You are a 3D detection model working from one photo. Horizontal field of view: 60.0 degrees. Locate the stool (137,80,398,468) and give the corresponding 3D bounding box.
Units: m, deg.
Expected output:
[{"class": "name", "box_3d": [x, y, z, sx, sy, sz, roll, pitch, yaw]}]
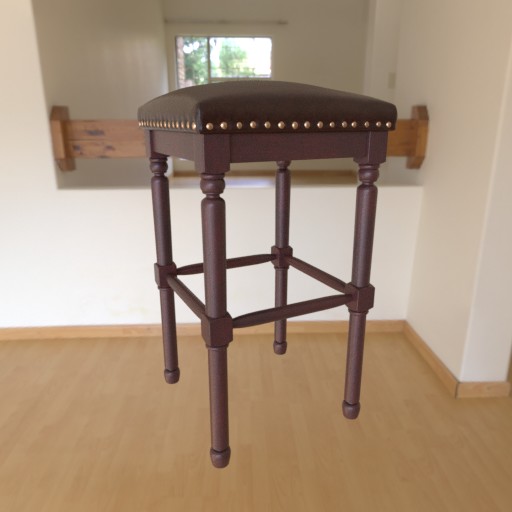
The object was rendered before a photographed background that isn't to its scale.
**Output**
[{"class": "stool", "box_3d": [0.000, 0.000, 0.954, 0.382, 0.702, 0.383, -9, 19, -26]}]
